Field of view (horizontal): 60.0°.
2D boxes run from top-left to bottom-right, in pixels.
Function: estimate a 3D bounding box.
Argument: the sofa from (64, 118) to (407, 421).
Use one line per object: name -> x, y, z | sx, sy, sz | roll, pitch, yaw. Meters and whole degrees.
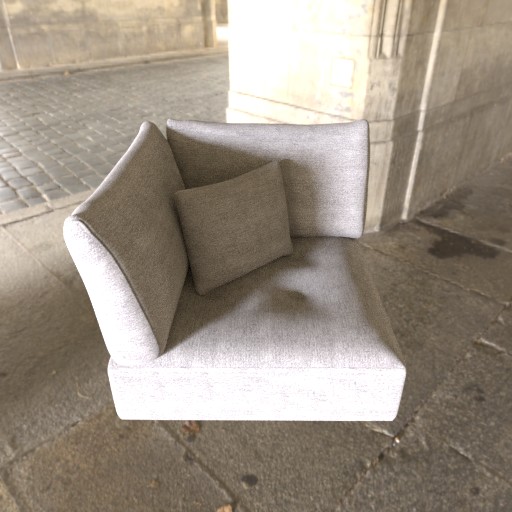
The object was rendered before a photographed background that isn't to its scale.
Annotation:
sofa -> 0.000, 0.000, 1.729 | 1.000, 0.820, 1.000 | 0, 32, 0
